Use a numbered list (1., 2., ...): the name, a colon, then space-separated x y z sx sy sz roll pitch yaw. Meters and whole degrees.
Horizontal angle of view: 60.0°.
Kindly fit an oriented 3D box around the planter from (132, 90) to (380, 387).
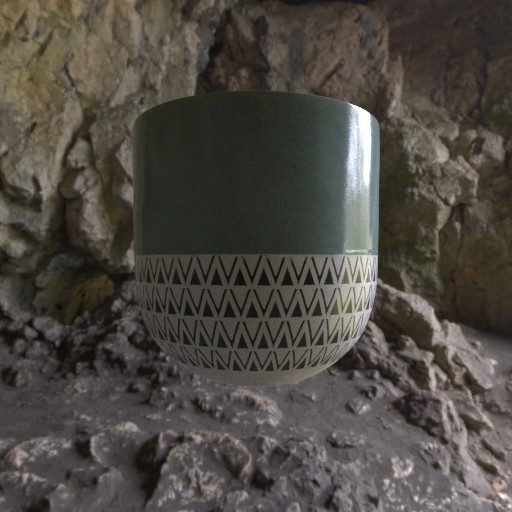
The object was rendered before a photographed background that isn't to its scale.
1. planter: 0.000 0.000 0.494 0.266 0.270 0.266 0 -1 0
